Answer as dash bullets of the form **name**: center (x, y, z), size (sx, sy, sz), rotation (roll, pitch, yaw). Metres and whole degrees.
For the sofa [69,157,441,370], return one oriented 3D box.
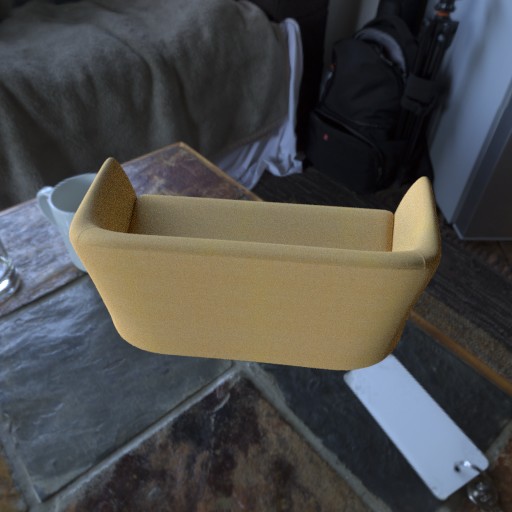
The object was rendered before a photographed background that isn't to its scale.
- **sofa**: center (0.000, 0.000, 1.904), size (1.452, 0.721, 0.705), rotation (4, 46, 4)
